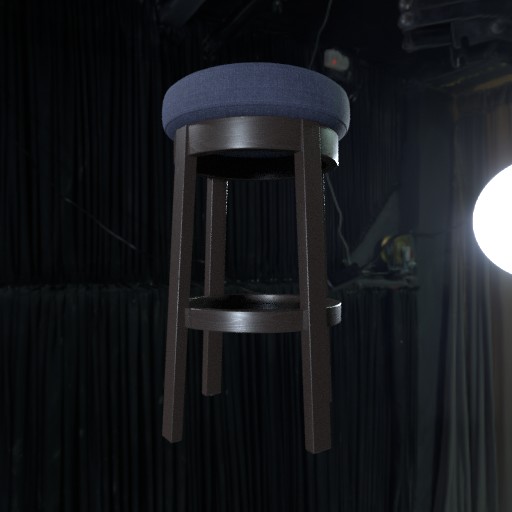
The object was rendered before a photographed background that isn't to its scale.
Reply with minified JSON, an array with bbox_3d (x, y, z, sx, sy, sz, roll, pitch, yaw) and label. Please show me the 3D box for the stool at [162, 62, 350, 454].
[{"bbox_3d":[0.000,0.000,1.032,0.446,0.758,0.446,0,0,0],"label":"stool"}]
